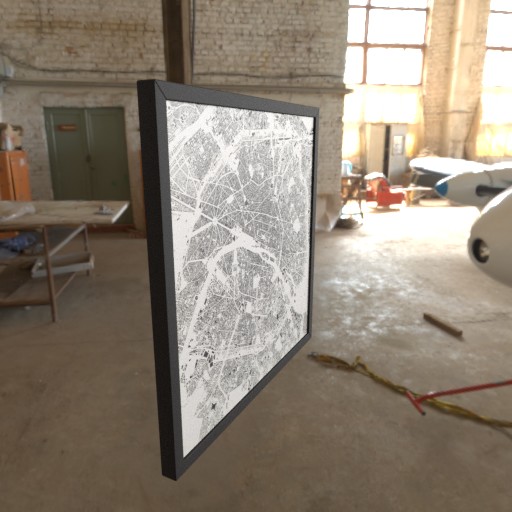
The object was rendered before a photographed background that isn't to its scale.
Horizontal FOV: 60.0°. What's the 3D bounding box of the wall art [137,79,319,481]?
[{"bbox_3d":[0.000,0.000,1.134,0.037,0.763,0.763,8,17,27],"label":"wall art"}]
